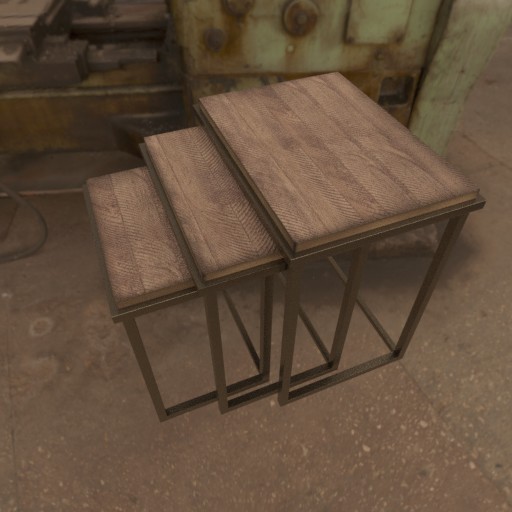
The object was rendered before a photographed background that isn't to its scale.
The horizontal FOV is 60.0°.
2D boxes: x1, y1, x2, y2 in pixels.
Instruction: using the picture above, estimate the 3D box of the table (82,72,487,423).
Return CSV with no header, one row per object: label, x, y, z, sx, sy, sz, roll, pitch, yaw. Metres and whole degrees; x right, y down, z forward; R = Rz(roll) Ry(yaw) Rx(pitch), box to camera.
table,0.000,0.000,1.121,0.706,0.610,0.559,-17,49,-15
